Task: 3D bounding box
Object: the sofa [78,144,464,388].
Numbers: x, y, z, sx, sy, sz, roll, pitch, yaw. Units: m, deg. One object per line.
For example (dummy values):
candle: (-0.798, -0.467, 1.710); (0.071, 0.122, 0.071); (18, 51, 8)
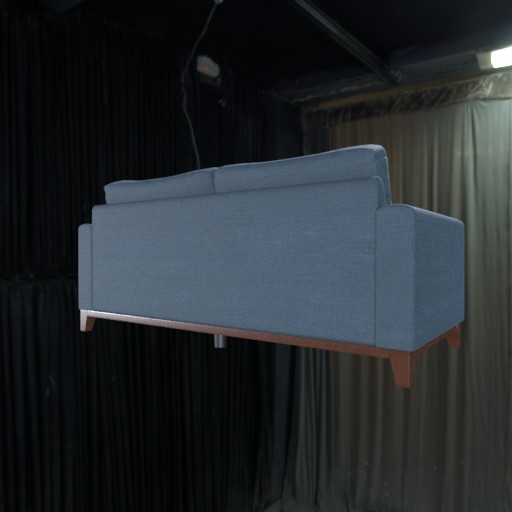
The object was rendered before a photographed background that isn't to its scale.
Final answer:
sofa: (0.000, 0.000, 2.356); (1.900, 0.865, 0.877); (0, 1, 36)
